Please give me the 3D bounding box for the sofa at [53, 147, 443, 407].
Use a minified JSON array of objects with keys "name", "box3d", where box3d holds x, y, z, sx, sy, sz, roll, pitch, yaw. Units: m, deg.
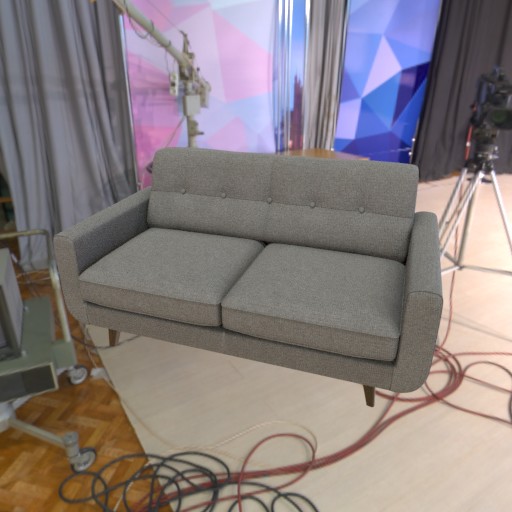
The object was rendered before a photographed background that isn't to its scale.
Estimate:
[{"name":"sofa","box3d":[0.000,0.000,2.148,1.631,0.841,0.909,8,26,17]}]
